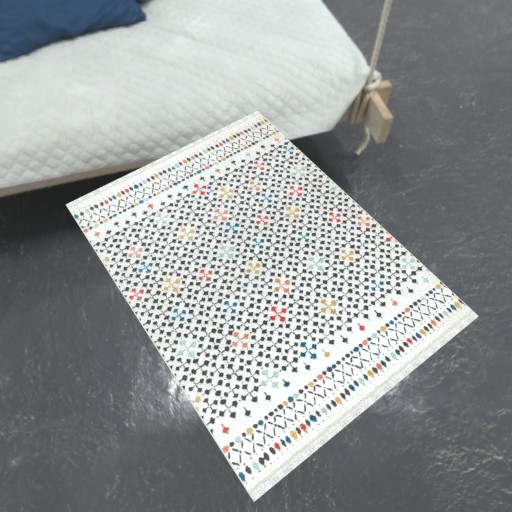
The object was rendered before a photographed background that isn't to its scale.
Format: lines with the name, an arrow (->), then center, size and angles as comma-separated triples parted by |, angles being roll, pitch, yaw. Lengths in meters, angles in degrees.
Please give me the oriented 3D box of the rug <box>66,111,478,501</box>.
rug -> 0.000, 0.000, 4.084 | 2.354, 0.007, 3.196 | -32, 63, -18
